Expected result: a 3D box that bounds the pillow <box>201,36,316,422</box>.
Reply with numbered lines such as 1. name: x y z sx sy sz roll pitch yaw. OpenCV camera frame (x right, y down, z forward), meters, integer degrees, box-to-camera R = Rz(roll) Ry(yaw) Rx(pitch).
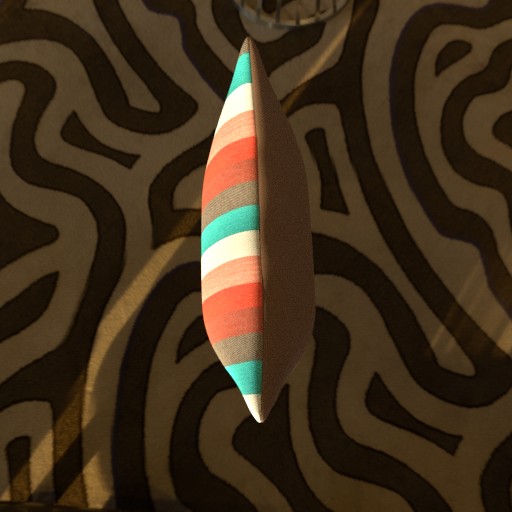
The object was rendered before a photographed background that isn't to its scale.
1. pillow: 0.000 0.000 0.706 0.168 0.443 0.453 -2 75 0
